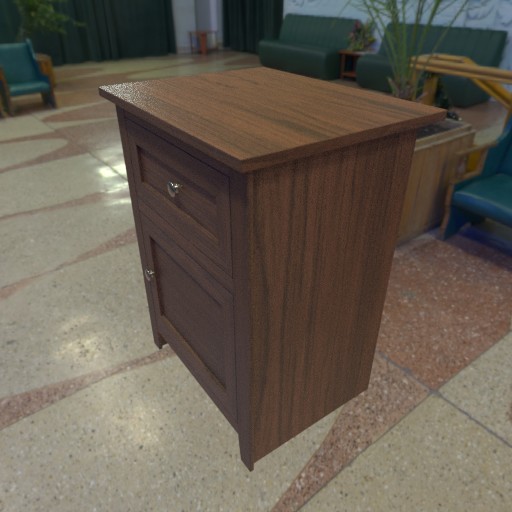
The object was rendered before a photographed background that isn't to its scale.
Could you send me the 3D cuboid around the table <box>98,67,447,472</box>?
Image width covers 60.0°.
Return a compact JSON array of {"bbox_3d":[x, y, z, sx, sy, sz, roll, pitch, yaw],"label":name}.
[{"bbox_3d":[0.000,0.000,0.921,0.381,0.636,0.480,-21,38,-29],"label":"table"}]
